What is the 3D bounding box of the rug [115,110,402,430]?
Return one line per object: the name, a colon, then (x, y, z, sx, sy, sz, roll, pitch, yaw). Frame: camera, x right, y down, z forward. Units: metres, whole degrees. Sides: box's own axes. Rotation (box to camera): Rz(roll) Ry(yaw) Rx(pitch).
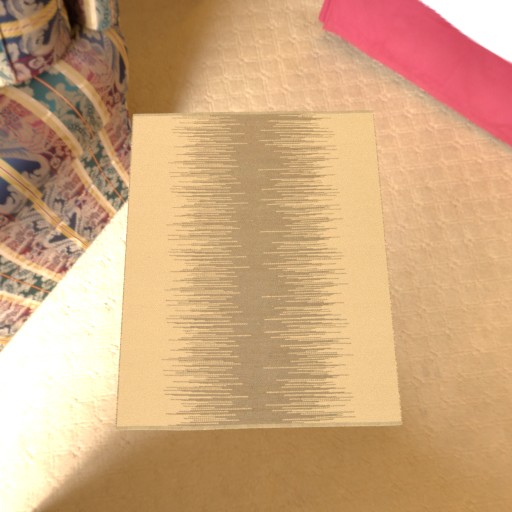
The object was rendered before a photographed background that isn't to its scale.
rug: (0.000, 0.000, 4.149, 2.453, 0.010, 3.037, -1, 76, 0)
